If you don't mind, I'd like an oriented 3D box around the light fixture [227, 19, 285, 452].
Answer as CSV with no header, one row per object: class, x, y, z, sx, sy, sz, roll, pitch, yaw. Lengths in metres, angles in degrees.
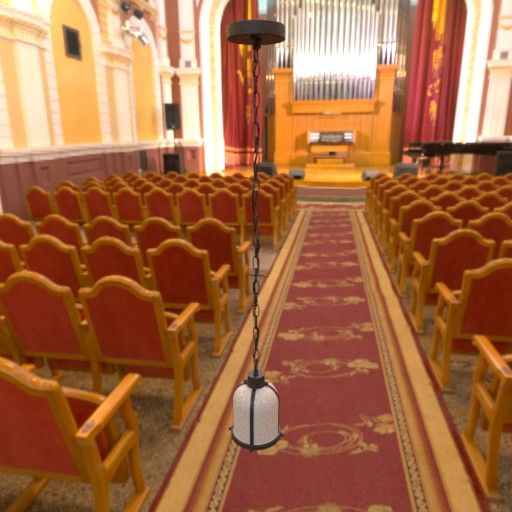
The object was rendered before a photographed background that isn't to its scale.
light fixture,0.000,0.000,1.258,0.178,1.181,0.178,3,16,10
